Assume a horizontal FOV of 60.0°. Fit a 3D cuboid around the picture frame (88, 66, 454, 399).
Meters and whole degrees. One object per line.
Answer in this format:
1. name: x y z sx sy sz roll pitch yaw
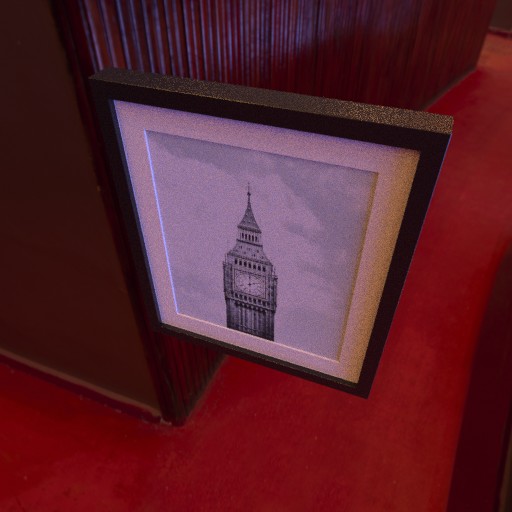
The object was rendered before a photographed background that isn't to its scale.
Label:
1. picture frame: 0.000 0.000 0.515 0.328 0.378 0.034 14 44 15
